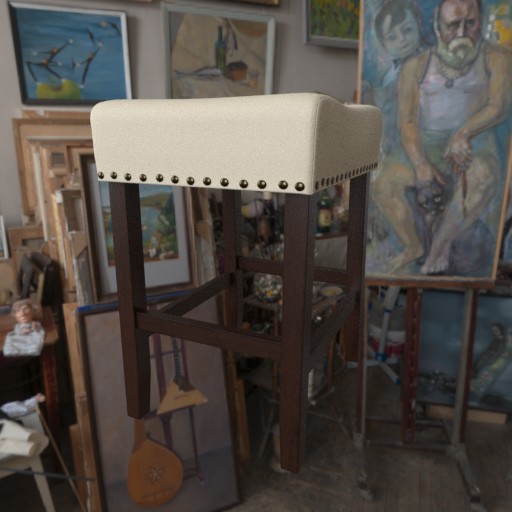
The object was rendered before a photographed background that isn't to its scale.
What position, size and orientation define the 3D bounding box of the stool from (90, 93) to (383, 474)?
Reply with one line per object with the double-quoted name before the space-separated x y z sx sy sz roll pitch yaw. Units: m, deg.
"stool" 0.000 0.000 0.931 0.401 0.609 0.471 7 18 25
